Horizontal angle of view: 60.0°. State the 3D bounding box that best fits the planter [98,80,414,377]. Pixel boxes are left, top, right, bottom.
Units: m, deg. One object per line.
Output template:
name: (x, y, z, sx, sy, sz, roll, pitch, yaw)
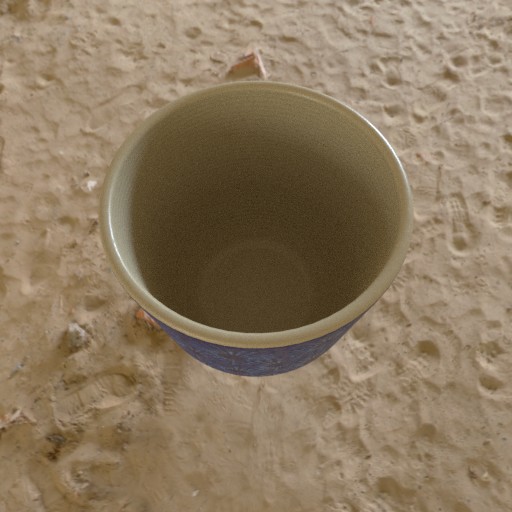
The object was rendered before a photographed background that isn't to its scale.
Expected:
planter: (0.000, 0.000, 0.376, 0.206, 0.190, 0.206, 0, 64, 0)
